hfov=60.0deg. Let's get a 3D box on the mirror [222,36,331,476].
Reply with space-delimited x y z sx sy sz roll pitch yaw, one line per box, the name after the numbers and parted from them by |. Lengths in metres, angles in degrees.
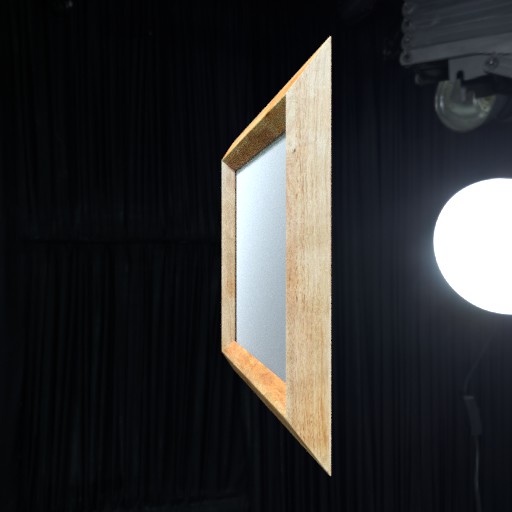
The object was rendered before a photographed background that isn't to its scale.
0.000 0.000 0.961 0.047 0.651 0.651 0 0 -16 | mirror
